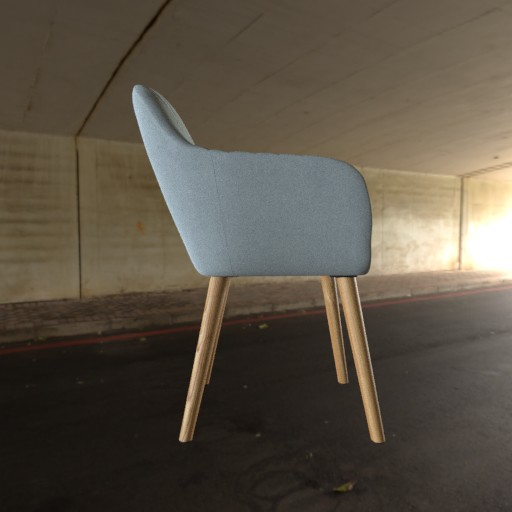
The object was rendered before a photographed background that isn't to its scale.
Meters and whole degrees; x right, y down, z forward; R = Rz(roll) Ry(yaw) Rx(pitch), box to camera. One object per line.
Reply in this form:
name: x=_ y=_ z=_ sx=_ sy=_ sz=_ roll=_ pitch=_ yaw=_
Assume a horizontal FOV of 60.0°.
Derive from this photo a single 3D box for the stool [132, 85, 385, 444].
stool: x=0.000 y=0.000 z=1.198 sx=0.590 sy=0.830 sz=0.503 roll=0 pitch=3 yaw=0
